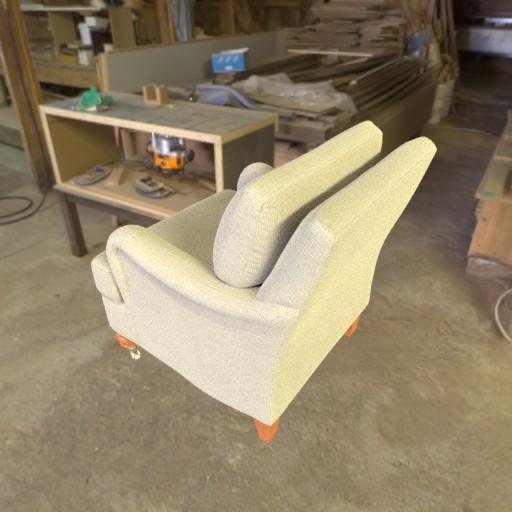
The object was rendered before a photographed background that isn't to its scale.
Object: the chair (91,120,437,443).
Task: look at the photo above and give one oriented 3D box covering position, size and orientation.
[{"bbox_3d":[0.000,0.000,1.855,1.070,1.038,0.955,20,37,29],"label":"chair"}]
